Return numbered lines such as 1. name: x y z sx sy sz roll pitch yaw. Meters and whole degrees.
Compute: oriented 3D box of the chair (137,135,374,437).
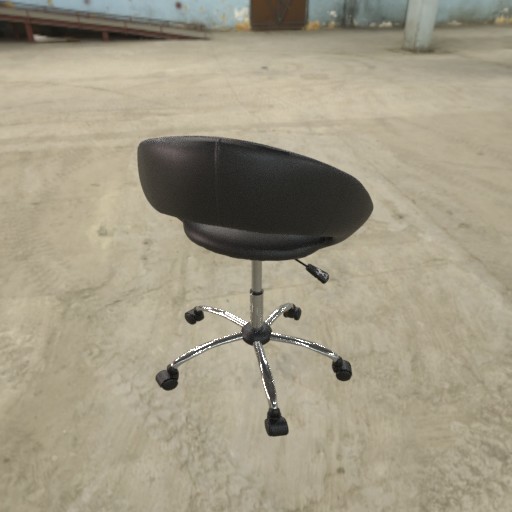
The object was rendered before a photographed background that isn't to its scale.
1. chair: 0.000 0.000 1.228 0.612 0.791 0.538 10 33 16
